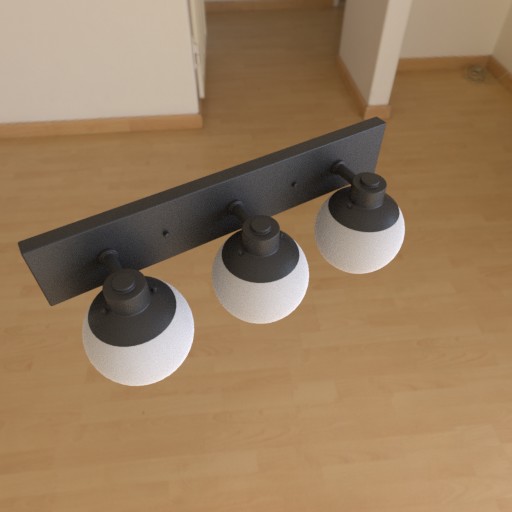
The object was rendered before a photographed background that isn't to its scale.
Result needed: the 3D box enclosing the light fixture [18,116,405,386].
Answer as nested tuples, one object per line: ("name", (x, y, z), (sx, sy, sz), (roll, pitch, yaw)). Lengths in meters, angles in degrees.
("light fixture", (0.000, 0.000, 0.835), (0.721, 0.263, 0.218), (-24, 52, -20))
